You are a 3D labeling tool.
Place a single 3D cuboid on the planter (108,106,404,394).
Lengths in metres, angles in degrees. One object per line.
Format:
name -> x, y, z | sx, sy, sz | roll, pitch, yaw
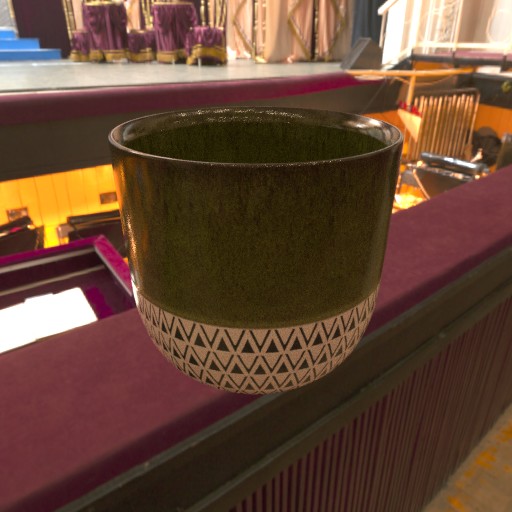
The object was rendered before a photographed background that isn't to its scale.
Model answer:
planter -> 0.000, 0.000, 0.475 | 0.266, 0.270, 0.266 | 0, 27, 0
